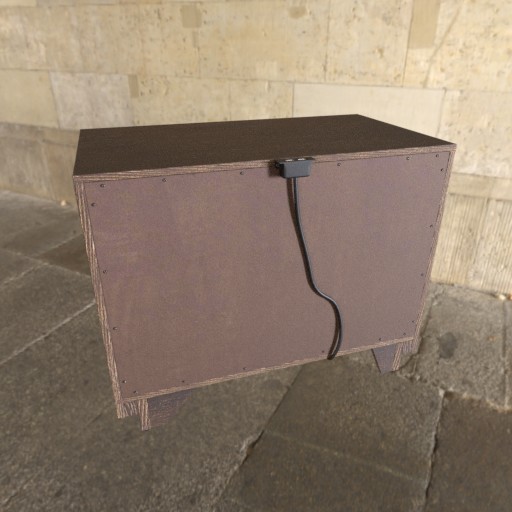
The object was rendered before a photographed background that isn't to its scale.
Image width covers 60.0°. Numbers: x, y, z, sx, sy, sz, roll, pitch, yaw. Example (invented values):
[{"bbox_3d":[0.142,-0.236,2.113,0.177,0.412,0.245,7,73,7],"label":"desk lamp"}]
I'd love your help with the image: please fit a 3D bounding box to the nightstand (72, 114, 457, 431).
[{"bbox_3d":[0.000,0.000,1.154,0.775,0.612,0.457,-8,28,-16],"label":"nightstand"}]
